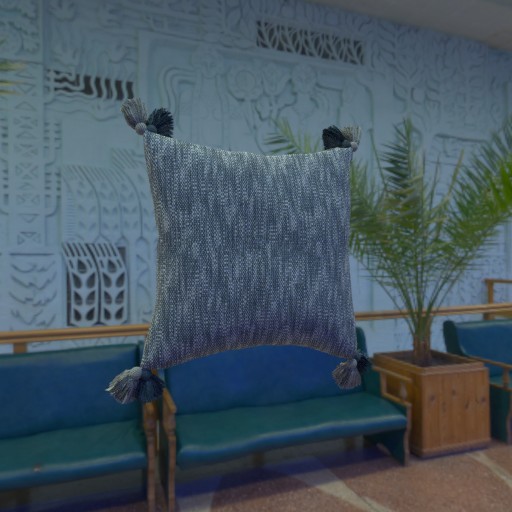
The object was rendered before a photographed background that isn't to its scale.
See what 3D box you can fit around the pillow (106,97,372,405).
[{"bbox_3d":[0.000,0.000,0.949,0.614,0.634,0.138,0,1,-18],"label":"pillow"}]
